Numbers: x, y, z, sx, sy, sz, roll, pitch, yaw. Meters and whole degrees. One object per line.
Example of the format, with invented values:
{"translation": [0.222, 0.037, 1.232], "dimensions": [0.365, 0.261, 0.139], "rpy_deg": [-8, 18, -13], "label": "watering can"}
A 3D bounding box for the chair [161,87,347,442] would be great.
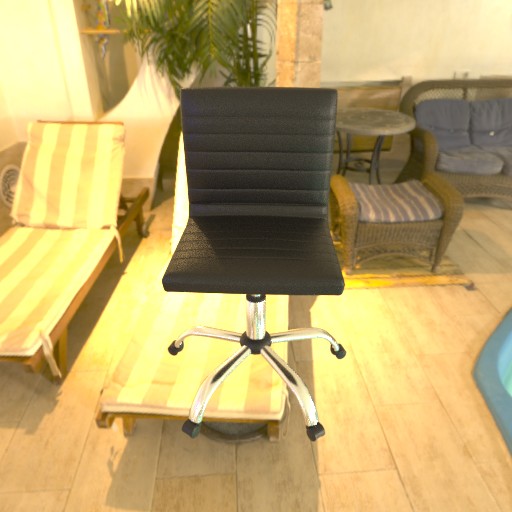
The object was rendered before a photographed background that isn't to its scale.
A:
{"translation": [0.000, 0.000, 1.147], "dimensions": [0.556, 0.780, 0.530], "rpy_deg": [1, 30, 2], "label": "chair"}
